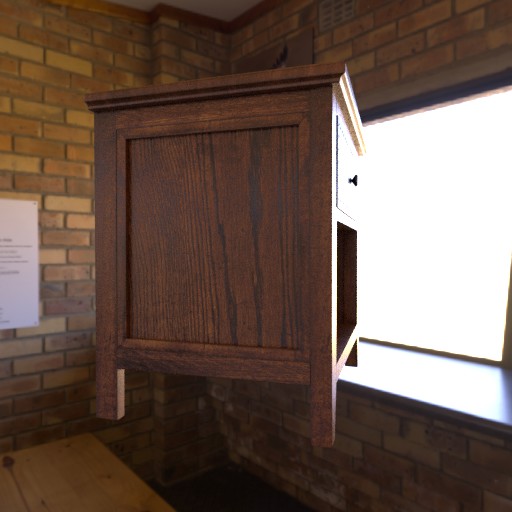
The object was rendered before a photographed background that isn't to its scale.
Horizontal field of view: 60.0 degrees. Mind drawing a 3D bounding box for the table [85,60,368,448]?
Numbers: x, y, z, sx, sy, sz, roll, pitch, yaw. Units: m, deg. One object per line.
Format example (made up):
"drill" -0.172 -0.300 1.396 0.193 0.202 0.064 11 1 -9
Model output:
"table" 0.000 0.000 1.011 0.461 0.597 0.586 0 1 17
